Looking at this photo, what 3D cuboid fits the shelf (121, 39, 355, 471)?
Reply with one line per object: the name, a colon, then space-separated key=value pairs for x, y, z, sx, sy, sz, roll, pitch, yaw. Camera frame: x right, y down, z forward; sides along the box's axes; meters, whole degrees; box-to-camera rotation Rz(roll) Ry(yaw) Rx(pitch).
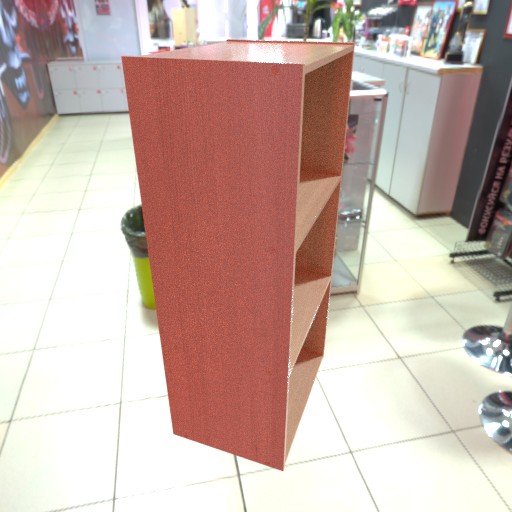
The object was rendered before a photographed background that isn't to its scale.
shelf: x=0.000 y=0.000 z=1.030 sx=0.292 sy=0.876 sz=0.417 roll=11 pitch=31 yaw=18
